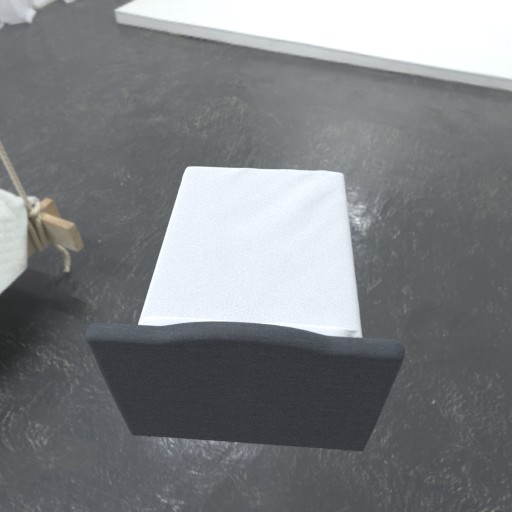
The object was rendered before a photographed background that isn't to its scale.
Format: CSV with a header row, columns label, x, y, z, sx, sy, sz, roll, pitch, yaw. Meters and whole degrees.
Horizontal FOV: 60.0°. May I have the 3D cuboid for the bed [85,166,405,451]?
label,x,y,z,sx,sy,sz,roll,pitch,yaw
bed,0.000,0.000,3.601,1.747,1.441,2.507,3,47,3
